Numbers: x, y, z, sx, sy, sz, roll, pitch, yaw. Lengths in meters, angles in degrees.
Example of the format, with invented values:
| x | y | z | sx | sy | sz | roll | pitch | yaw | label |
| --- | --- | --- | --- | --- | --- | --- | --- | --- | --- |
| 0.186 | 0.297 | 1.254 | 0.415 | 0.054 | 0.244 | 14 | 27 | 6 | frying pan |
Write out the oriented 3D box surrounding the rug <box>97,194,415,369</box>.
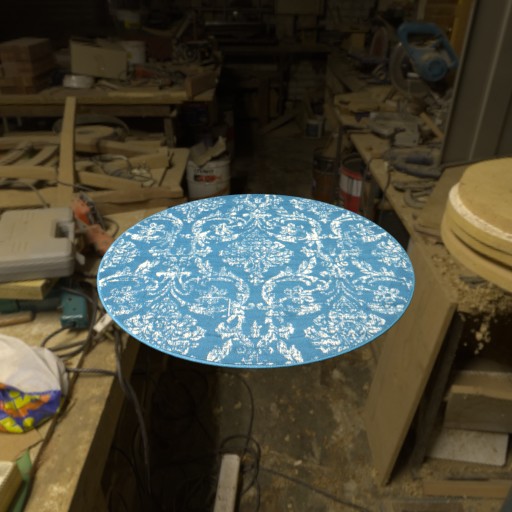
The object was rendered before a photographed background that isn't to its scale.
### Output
| x | y | z | sx | sy | sz | roll | pitch | yaw | label |
| --- | --- | --- | --- | --- | --- | --- | --- | --- | --- |
| 0.000 | 0.000 | 2.321 | 1.593 | 0.012 | 1.593 | 0 | 31 | 0 | rug |
